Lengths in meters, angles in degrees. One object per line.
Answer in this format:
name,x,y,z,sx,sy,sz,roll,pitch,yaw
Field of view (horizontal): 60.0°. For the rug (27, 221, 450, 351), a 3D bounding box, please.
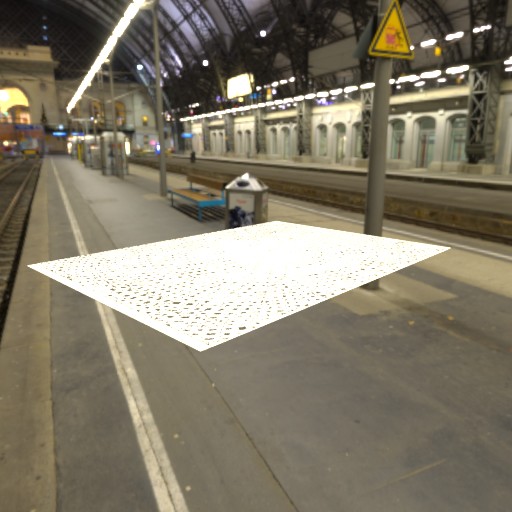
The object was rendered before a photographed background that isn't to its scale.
rug,0.000,0.000,2.096,1.190,0.003,1.634,13,19,42
